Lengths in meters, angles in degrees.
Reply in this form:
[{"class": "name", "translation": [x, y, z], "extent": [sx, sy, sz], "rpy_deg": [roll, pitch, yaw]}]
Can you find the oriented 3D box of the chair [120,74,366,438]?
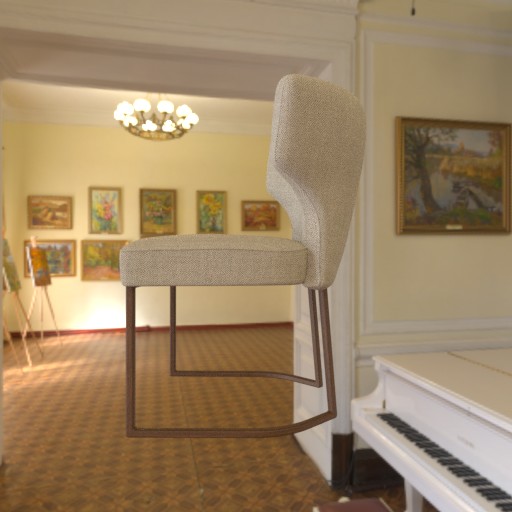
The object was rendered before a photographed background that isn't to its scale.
[{"class": "chair", "translation": [0.000, 0.000, 1.259], "extent": [0.617, 0.824, 0.611], "rpy_deg": [0, 0, 0]}]
